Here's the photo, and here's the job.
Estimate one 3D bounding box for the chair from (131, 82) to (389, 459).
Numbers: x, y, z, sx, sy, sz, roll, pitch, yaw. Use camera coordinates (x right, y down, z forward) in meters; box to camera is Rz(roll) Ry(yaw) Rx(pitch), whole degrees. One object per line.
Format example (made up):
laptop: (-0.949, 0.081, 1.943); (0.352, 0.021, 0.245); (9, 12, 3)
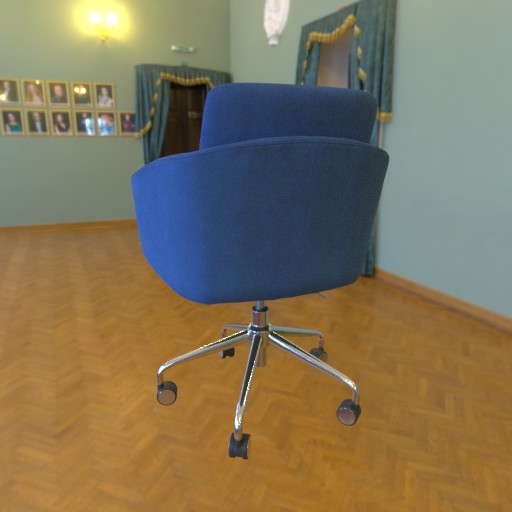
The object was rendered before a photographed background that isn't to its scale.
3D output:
chair: (0.000, 0.000, 1.339); (0.641, 0.908, 0.635); (-7, 16, -25)
